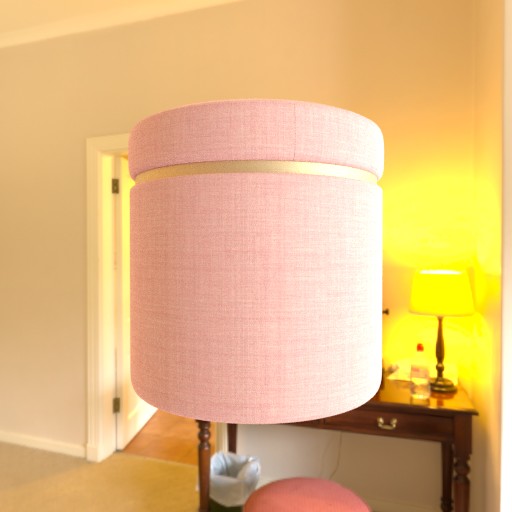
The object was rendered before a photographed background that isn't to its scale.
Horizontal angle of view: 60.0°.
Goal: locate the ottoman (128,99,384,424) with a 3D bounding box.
[{"bbox_3d":[0.000,0.000,0.723,0.400,0.406,0.400,0,1,0],"label":"ottoman"}]
